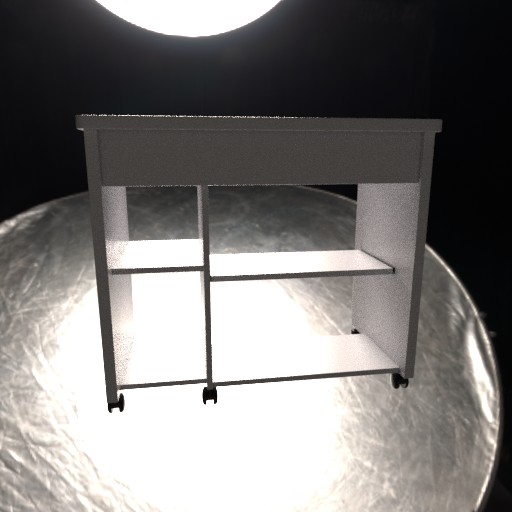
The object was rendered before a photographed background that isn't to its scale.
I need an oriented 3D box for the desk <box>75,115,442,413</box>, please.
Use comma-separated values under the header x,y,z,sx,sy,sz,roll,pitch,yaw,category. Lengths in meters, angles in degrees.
x,y,z,sx,sy,sz,roll,pitch,yaw,category
0.000,0.000,1.332,0.877,0.763,0.475,-2,13,-9,desk
